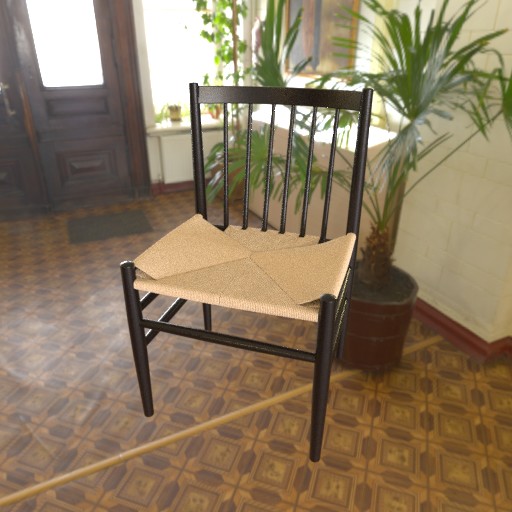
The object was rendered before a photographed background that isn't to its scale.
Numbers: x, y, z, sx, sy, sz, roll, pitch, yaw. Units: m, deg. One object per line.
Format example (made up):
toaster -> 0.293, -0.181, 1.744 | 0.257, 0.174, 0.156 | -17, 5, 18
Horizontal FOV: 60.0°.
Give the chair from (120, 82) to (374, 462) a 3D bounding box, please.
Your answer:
chair -> 0.000, 0.000, 1.171 | 0.495, 0.818, 0.516 | 8, 28, 16
